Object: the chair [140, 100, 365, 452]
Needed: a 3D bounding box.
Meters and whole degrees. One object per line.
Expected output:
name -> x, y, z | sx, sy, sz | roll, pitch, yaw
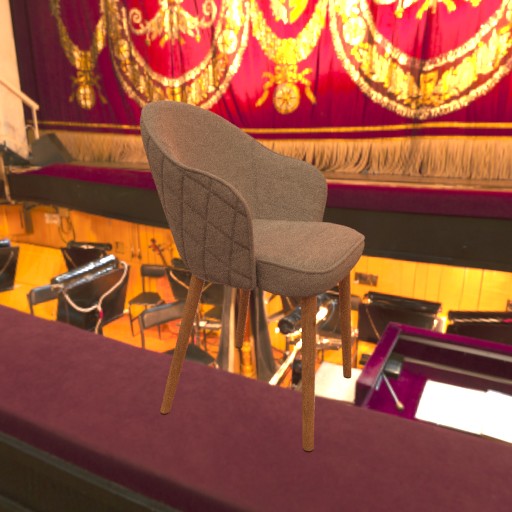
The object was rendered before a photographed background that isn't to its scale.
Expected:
chair -> 0.000, 0.000, 1.186 | 0.530, 0.800, 0.540 | 7, 17, 25
